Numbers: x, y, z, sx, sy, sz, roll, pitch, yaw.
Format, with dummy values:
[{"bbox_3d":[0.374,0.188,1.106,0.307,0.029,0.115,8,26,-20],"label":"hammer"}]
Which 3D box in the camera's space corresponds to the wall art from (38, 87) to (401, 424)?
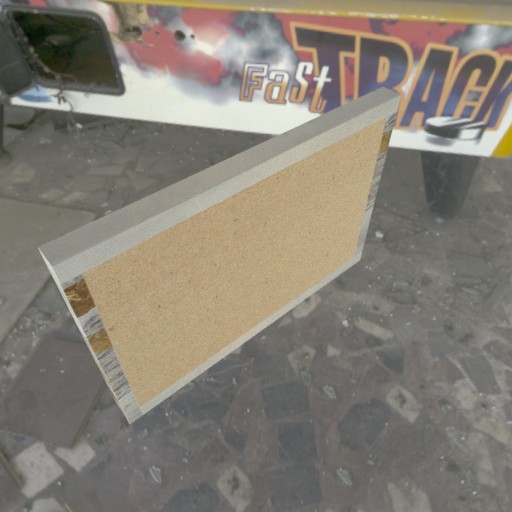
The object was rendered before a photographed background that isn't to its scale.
[{"bbox_3d":[0.000,0.000,0.767,0.606,0.407,0.041,-32,54,-26],"label":"wall art"}]
